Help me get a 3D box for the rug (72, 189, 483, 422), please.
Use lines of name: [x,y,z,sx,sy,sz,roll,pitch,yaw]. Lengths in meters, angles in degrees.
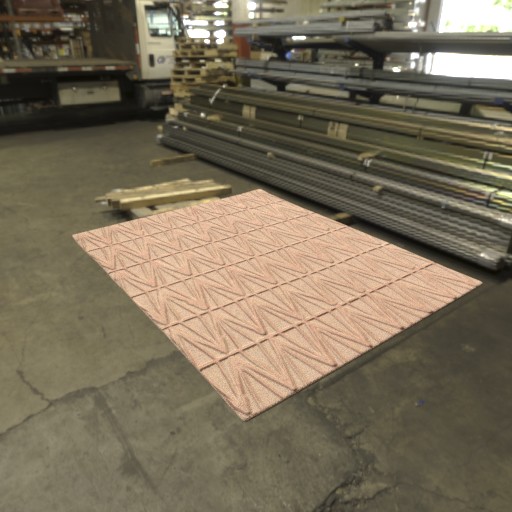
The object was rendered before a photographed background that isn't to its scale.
rug: [0.000,0.000,4.103,2.453,0.043,3.052,-19,32,-33]
